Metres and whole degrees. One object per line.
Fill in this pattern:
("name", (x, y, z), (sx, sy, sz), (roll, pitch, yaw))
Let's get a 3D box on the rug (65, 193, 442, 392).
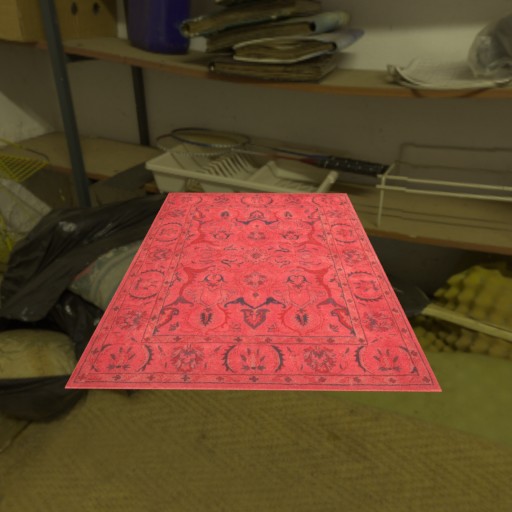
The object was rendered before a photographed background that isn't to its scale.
("rug", (0.000, 0.000, 2.218), (1.209, 0.008, 1.814), (0, 28, 1))
